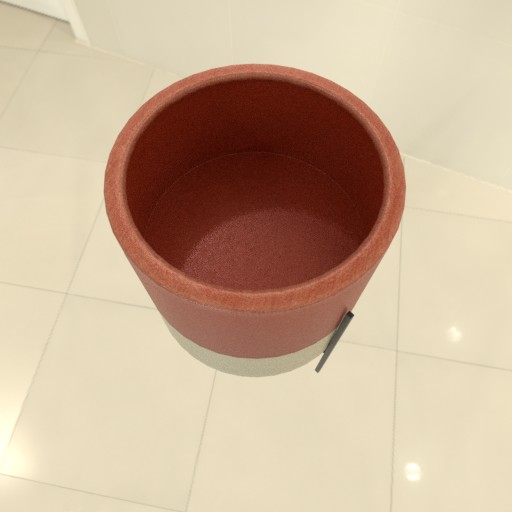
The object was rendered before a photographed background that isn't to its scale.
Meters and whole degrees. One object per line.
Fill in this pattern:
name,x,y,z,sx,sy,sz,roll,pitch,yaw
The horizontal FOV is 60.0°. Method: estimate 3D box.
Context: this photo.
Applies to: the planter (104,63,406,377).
planter,0.000,0.000,0.712,0.345,0.465,0.354,15,65,7
